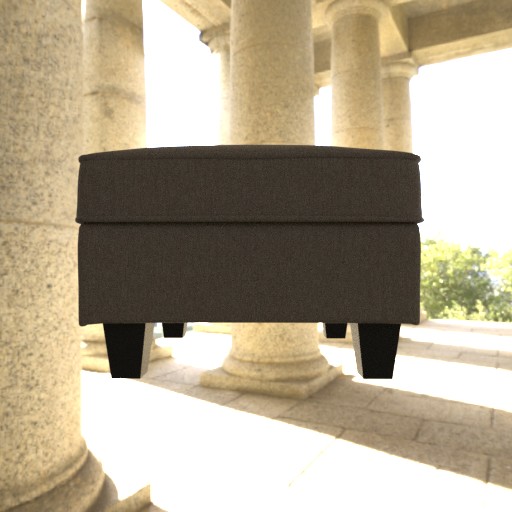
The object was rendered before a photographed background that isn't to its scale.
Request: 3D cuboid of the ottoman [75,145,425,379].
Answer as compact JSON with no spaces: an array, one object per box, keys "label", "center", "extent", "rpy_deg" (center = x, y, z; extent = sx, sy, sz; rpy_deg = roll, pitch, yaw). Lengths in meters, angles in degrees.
[{"label":"ottoman","center":[0.000,0.000,1.415],"extent":[0.871,0.612,0.808],"rpy_deg":[0,-1,0]}]
